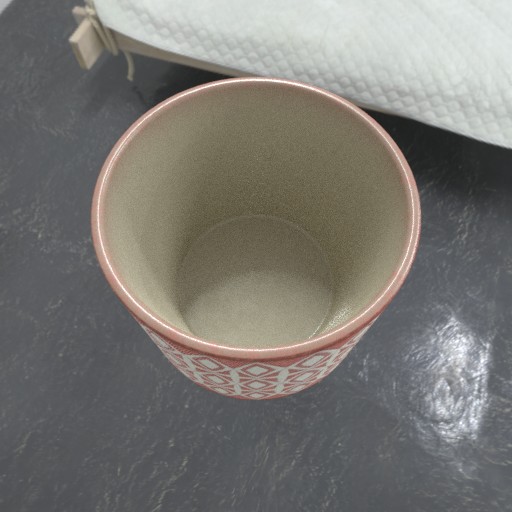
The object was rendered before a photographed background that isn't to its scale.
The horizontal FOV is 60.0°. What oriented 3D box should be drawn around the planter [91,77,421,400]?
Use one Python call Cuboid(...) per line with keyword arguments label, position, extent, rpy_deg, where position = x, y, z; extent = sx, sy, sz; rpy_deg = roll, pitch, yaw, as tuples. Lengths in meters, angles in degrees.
Cuboid(label="planter", position=(0.000, 0.000, 0.475), extent=(0.273, 0.237, 0.273), rpy_deg=(0, 65, 0))
